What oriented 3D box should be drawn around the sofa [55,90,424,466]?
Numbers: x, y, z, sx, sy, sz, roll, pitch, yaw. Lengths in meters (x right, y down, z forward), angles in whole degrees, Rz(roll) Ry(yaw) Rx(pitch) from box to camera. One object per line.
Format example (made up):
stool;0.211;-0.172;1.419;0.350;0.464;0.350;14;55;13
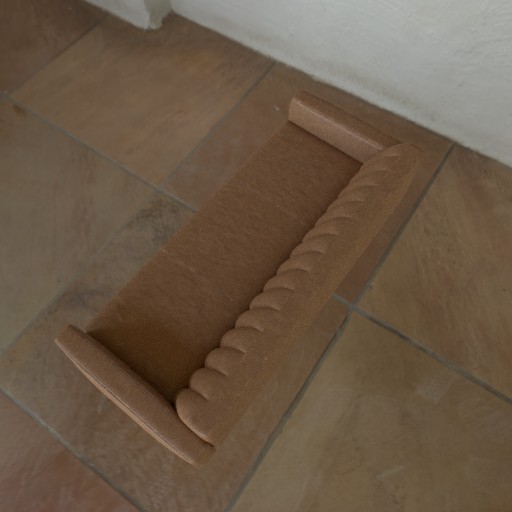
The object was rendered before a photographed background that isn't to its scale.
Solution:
sofa;0.000;0.000;2.742;0.990;0.821;2.291;34;68;16
